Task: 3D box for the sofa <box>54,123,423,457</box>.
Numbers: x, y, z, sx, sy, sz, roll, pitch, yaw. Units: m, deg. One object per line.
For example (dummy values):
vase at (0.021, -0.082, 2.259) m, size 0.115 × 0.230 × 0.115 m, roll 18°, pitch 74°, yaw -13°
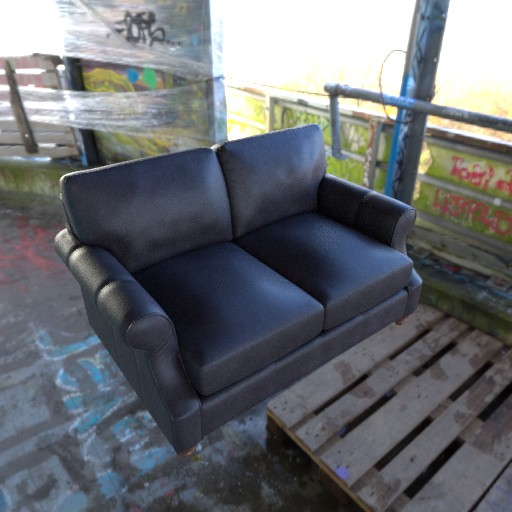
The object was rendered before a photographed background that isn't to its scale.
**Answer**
sofa at (0.000, 0.000, 2.257) m, size 1.663 × 0.979 × 1.030 m, roll -21°, pitch 36°, yaw -31°
